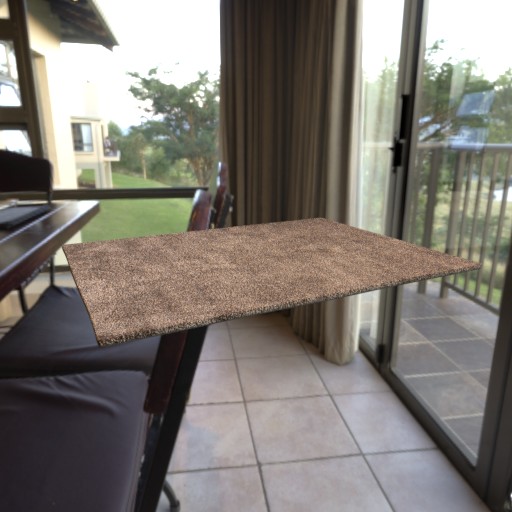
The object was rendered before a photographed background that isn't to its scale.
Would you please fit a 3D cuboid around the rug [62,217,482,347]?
[{"bbox_3d":[0.000,0.000,2.090,1.601,0.025,1.198,-8,18,-26],"label":"rug"}]
